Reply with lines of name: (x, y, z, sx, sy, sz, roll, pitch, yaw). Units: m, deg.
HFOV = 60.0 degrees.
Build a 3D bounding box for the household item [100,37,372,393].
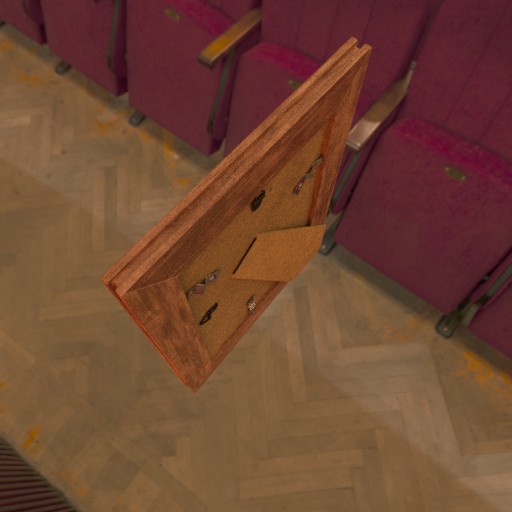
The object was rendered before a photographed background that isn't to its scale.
household item: (0.000, 0.000, 0.316, 0.018, 0.237, 0.186, 36, 69, 16)
